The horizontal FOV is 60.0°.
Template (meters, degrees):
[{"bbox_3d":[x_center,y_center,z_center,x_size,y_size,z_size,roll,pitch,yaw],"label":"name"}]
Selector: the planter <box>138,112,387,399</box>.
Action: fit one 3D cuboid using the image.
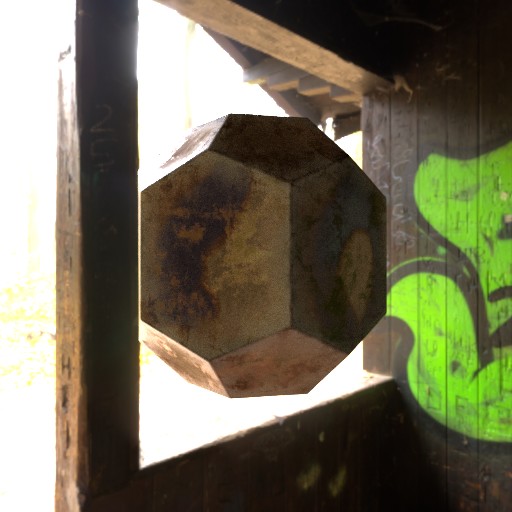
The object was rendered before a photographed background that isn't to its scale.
[{"bbox_3d":[0.000,0.000,0.430,0.243,0.238,0.221,0,0,18],"label":"planter"}]
